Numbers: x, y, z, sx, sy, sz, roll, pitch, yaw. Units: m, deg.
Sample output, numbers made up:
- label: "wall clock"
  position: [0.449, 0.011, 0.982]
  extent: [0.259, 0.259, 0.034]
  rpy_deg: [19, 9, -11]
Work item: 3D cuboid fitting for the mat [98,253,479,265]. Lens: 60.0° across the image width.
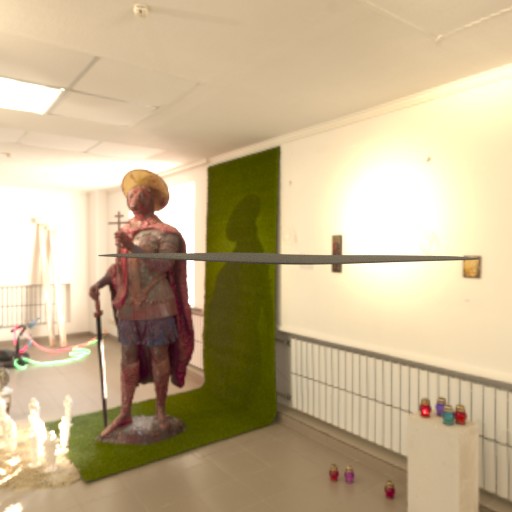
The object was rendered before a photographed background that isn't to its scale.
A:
- label: "mat"
  position: [0.000, 0.000, 1.867]
  extent: [0.918, 0.013, 1.524]
  rpy_deg: [-1, 1, -37]
